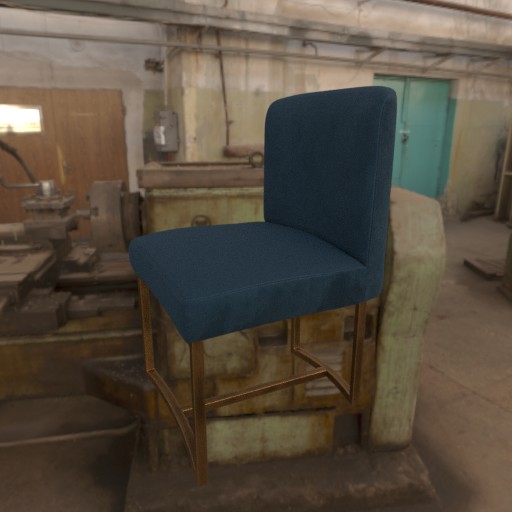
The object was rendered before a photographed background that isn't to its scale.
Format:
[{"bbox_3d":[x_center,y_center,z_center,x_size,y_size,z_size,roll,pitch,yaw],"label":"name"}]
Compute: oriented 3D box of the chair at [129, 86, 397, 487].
[{"bbox_3d":[0.000,0.000,1.145,0.560,0.824,0.530,-8,18,-25],"label":"chair"}]
